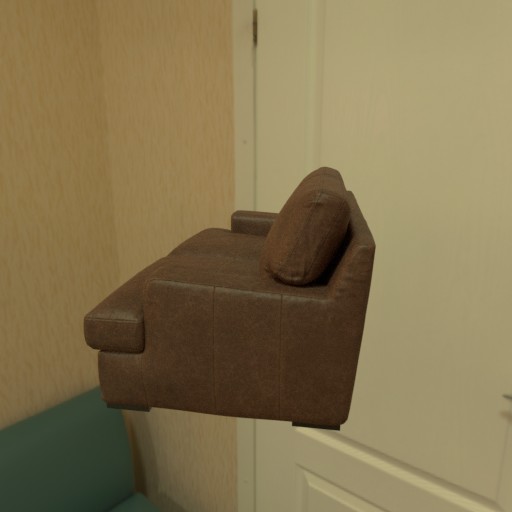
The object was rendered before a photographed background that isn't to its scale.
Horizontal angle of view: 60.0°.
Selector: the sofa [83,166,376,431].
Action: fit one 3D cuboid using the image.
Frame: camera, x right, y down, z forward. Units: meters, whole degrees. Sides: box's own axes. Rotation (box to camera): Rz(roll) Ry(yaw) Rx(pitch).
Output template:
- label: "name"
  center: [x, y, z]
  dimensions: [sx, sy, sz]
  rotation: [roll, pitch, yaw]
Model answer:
- label: "sofa"
  center: [0.000, 0.000, 2.538]
  dimensions: [1.143, 0.939, 1.880]
  rotation: [2, 15, 9]
